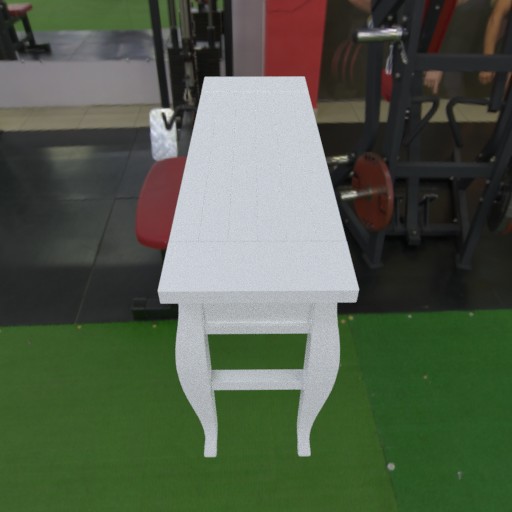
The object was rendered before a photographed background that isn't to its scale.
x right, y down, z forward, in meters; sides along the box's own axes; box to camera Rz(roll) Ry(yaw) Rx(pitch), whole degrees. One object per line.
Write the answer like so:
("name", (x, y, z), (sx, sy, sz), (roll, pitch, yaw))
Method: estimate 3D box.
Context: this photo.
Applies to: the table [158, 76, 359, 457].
("table", (0.000, 0.000, 1.434), (0.373, 0.768, 1.062), (0, 41, 0))
